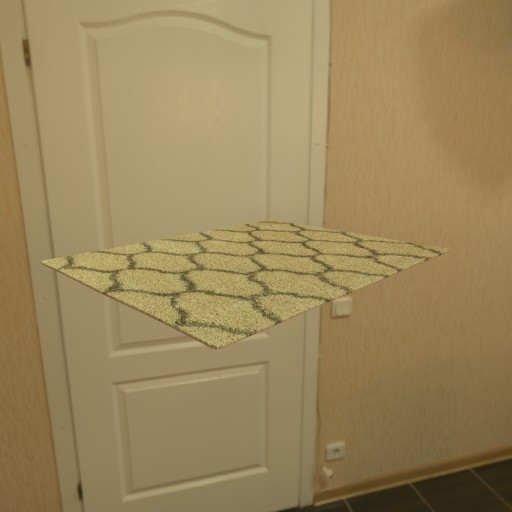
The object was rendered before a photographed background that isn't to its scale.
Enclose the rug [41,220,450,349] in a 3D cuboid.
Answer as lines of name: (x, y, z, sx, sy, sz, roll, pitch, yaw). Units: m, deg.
rug: (0.000, 0.000, 4.111, 2.399, 0.026, 3.000, 14, 20, 43)
